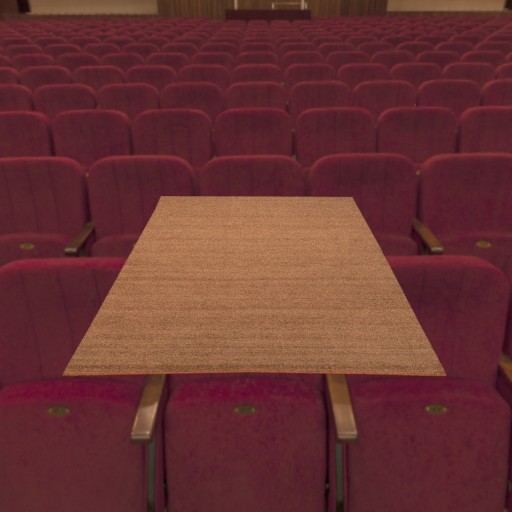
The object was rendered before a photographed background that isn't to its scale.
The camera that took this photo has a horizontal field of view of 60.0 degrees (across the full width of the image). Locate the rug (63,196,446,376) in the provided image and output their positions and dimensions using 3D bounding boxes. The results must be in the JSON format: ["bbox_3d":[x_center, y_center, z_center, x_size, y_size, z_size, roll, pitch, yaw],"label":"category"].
[{"bbox_3d":[0.000,0.000,4.962,2.873,0.053,3.778,0,28,0],"label":"rug"}]
